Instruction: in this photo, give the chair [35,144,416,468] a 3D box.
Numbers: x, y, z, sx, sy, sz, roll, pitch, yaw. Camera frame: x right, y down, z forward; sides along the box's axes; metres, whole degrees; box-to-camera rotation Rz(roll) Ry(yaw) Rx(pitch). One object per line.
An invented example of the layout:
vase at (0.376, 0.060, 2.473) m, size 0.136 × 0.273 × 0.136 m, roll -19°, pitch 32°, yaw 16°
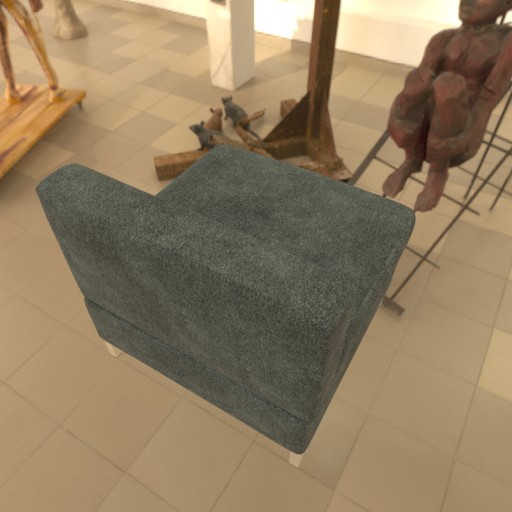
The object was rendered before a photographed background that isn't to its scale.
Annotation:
chair at (0.000, 0.000, 1.201) m, size 0.680 × 0.660 × 0.680 m, roll 24°, pitch 51°, yaw 21°
